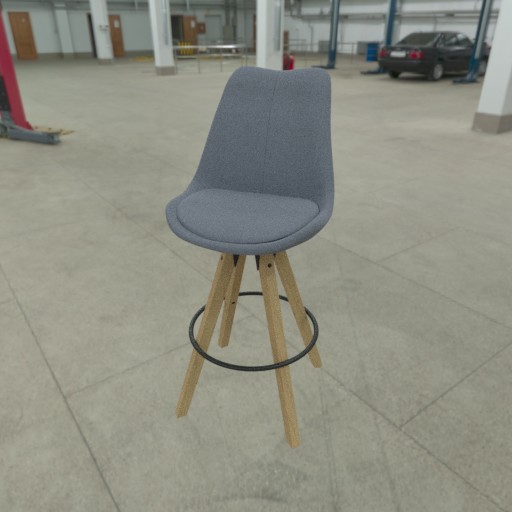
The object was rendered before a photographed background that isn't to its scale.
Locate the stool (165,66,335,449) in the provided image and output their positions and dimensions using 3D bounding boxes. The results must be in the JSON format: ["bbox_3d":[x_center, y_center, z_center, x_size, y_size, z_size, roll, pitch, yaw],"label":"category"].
[{"bbox_3d":[0.000,0.000,1.459,0.485,1.115,0.550,8,28,16],"label":"stool"}]
